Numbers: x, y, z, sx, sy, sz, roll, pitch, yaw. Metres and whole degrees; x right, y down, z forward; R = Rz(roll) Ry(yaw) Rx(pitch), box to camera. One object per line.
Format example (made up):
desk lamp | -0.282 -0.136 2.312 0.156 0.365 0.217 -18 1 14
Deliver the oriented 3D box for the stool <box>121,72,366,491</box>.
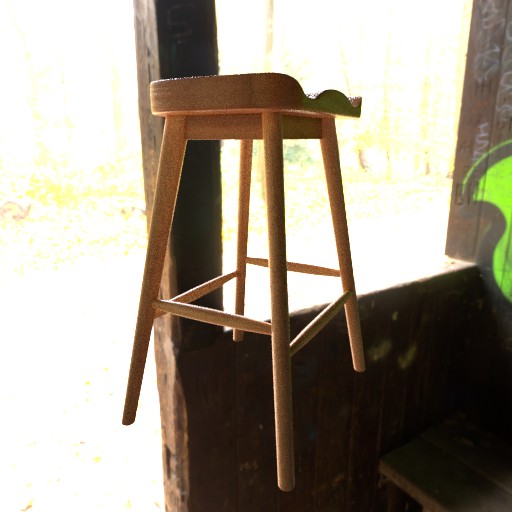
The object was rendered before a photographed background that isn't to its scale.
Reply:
stool | 0.000 0.000 0.873 0.361 0.615 0.440 8 17 28
